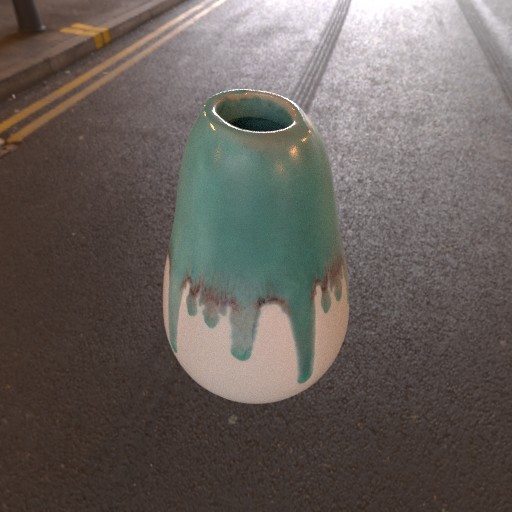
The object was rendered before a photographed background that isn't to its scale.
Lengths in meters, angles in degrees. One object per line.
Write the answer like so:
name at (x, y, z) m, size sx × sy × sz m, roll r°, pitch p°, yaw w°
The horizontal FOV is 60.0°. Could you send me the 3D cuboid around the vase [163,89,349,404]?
vase at (0.000, 0.000, 0.256) m, size 0.116 × 0.179 × 0.116 m, roll 0°, pitch 40°, yaw 0°
